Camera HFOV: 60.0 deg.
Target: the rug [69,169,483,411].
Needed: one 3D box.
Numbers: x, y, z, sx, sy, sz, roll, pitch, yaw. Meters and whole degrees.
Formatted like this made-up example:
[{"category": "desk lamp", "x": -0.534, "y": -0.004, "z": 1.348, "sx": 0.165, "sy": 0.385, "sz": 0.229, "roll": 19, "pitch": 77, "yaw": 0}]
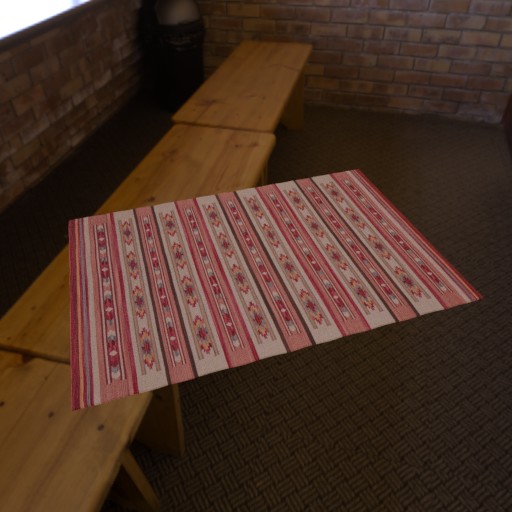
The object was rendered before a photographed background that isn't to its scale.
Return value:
[{"category": "rug", "x": 0.000, "y": 0.000, "z": 2.269, "sx": 1.817, "sy": 0.008, "sz": 1.223, "roll": -12, "pitch": 43, "yaw": -13}]
